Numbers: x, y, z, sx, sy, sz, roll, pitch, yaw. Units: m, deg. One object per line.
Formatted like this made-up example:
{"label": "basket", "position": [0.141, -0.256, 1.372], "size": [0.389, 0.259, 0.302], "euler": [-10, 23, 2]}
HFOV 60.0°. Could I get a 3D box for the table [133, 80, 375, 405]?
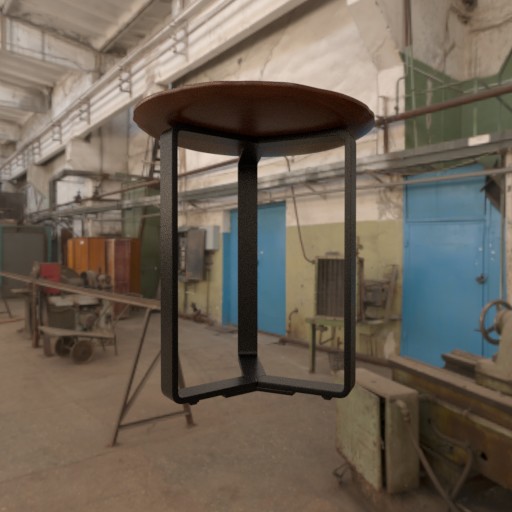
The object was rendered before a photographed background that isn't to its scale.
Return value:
{"label": "table", "position": [0.000, 0.000, 0.759], "size": [0.410, 0.450, 0.380], "euler": [-1, 1, -36]}
